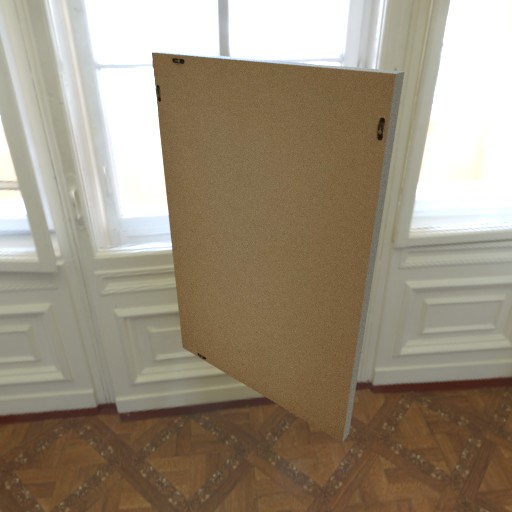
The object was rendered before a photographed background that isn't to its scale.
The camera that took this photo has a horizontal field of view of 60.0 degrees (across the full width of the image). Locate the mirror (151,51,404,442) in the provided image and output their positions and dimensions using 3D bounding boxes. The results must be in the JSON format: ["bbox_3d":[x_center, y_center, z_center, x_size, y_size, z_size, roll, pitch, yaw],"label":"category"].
[{"bbox_3d":[0.000,0.000,1.127,0.609,0.915,0.040,21,36,32],"label":"mirror"}]
